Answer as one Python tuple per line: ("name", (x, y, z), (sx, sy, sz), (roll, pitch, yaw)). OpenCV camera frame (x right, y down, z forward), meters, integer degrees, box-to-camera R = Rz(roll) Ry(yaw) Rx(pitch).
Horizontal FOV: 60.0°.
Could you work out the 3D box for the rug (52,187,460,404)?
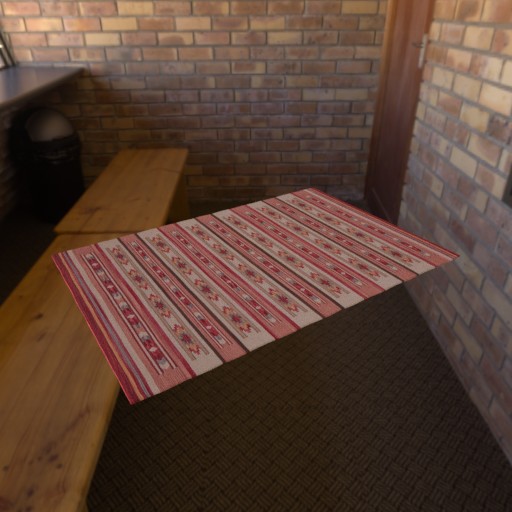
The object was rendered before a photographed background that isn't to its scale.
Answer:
("rug", (0.000, 0.000, 2.365), (1.817, 0.008, 1.223), (-18, 34, -29))
